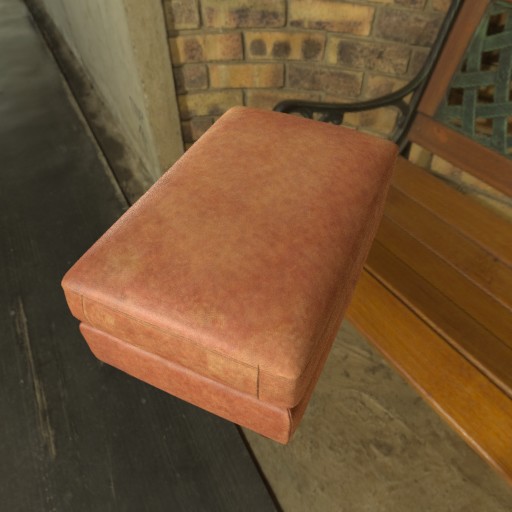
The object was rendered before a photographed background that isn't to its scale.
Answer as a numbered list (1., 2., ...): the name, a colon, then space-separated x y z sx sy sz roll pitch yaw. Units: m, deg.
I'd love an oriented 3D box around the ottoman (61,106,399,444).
1. ottoman: 0.000 0.000 1.228 0.565 0.507 0.852 19 50 17
